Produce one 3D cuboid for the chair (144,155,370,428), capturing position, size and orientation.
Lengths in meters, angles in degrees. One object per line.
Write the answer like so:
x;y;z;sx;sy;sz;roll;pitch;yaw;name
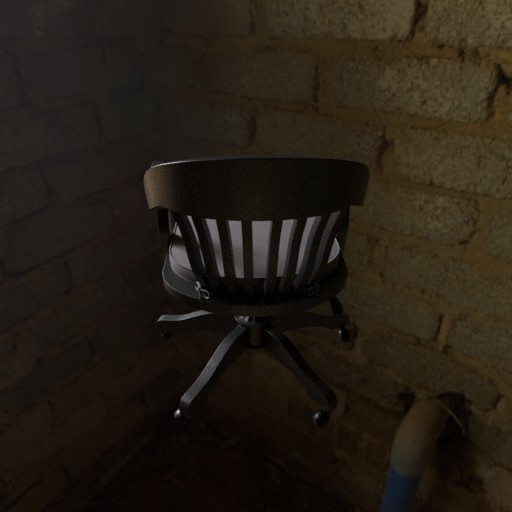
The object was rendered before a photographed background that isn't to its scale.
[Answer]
0.000;0.000;1.429;0.750;0.878;0.788;-1;29;-2;chair
